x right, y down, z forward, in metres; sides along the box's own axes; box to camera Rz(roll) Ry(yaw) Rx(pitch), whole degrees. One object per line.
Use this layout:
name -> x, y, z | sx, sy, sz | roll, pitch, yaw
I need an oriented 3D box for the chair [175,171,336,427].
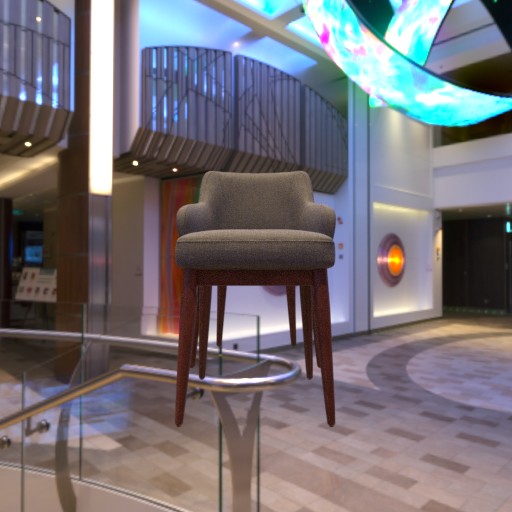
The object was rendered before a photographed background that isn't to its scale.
chair -> 0.000, 0.000, 1.564 | 0.584, 0.799, 1.107 | 0, -1, 0
